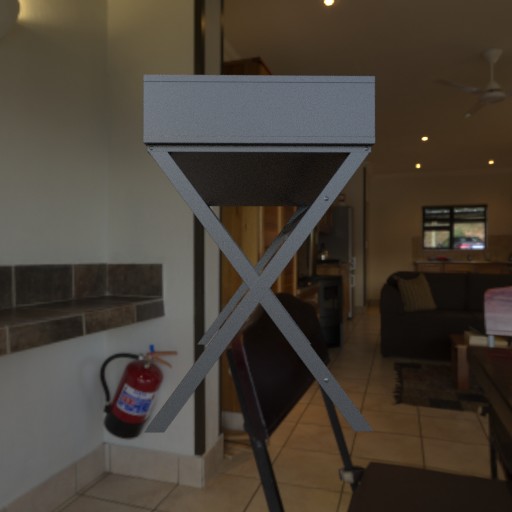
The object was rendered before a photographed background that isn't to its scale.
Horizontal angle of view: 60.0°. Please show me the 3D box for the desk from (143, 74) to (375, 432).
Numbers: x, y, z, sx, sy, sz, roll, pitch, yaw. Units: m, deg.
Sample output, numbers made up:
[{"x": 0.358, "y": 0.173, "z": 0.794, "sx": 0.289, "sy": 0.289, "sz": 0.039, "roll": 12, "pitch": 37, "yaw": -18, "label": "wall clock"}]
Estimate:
[{"x": 0.000, "y": 0.000, "z": 1.490, "sx": 0.504, "sy": 0.780, "sz": 1.057, "roll": 0, "pitch": 0, "yaw": -1, "label": "desk"}]
